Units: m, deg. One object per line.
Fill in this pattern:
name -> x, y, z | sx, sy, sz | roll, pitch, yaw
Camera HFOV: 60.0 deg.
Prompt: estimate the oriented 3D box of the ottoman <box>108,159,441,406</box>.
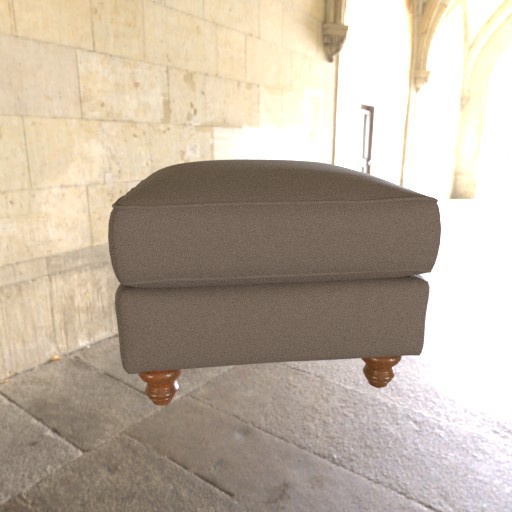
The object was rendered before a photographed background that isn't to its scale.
ottoman -> 0.000, 0.000, 1.185 | 0.662, 0.505, 0.721 | -2, 14, -8
